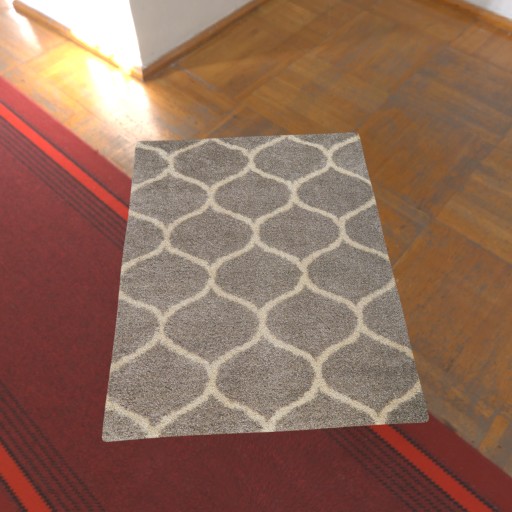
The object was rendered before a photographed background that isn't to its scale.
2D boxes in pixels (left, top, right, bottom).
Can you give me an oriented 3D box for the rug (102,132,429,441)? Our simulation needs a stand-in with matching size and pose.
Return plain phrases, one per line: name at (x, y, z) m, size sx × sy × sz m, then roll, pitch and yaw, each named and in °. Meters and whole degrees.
rug at (0.000, 0.000, 4.002) m, size 2.399 × 0.026 × 3.000 m, roll -3°, pitch 59°, yaw -2°
